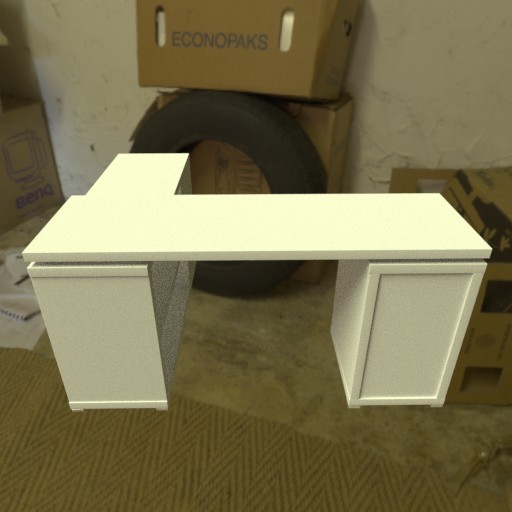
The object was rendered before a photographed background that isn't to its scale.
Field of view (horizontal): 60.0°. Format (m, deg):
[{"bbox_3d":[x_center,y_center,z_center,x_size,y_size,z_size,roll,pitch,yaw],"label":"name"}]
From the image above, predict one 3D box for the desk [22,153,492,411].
[{"bbox_3d":[0.000,0.000,2.141,1.524,0.753,1.200,0,31,-1],"label":"desk"}]
